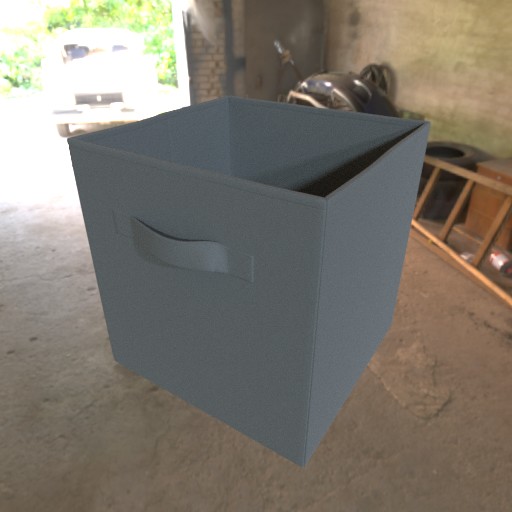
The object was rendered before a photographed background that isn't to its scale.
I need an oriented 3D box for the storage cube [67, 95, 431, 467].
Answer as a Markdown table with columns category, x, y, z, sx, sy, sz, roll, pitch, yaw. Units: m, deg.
| category | x | y | z | sx | sy | sz | roll | pitch | yaw |
| --- | --- | --- | --- | --- | --- | --- | --- | --- | --- |
| storage cube | 0.000 | 0.000 | 0.500 | 0.270 | 0.280 | 0.270 | 18 | 35 | 28 |
